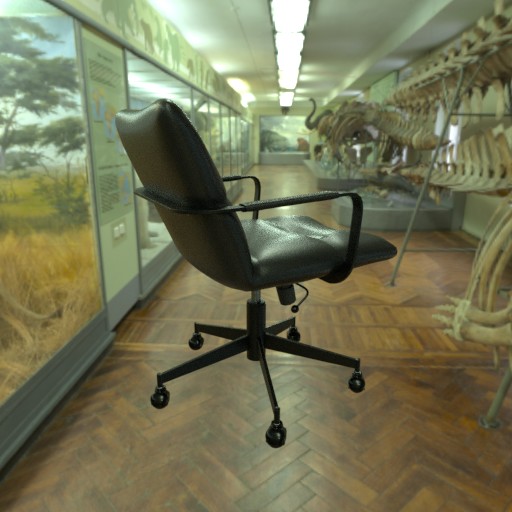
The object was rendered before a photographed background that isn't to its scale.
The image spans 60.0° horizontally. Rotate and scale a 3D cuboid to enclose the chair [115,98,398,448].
[{"bbox_3d":[0.000,0.000,1.452,0.748,0.922,0.719,-7,17,-26],"label":"chair"}]
